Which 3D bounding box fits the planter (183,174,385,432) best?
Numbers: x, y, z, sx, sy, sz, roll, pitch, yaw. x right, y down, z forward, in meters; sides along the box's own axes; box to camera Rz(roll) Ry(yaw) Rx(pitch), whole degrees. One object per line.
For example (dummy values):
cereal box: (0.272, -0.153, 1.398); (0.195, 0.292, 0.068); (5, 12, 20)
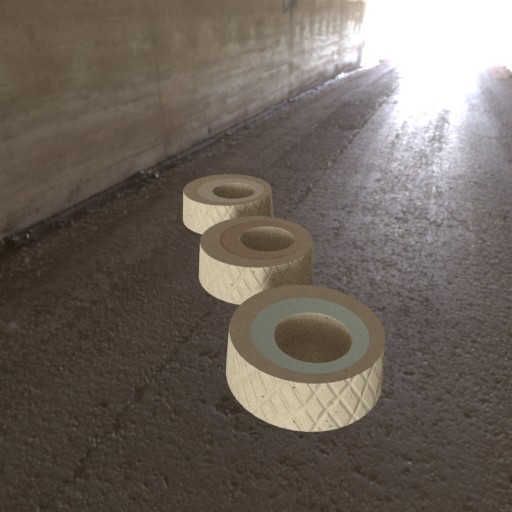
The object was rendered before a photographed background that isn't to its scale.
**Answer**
planter: (0.000, 0.000, 0.433); (0.114, 0.038, 0.390); (-7, 30, -13)
